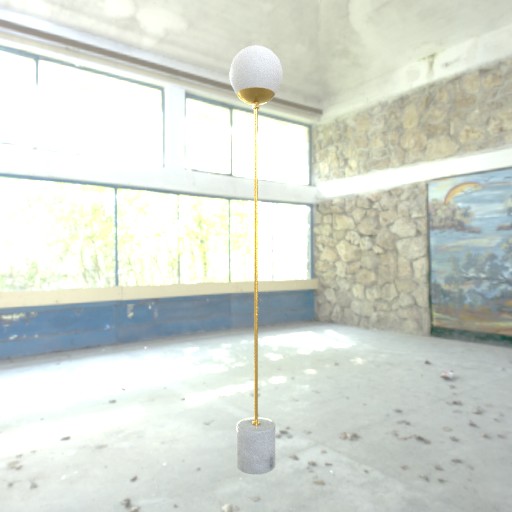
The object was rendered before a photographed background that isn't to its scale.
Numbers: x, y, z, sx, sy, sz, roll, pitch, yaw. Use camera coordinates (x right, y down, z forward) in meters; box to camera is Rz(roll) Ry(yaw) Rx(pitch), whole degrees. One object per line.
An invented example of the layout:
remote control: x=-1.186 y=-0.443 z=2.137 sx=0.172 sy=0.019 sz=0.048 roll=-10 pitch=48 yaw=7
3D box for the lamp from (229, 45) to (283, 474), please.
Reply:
lamp: x=0.000 y=0.000 z=1.863 sx=0.224 sy=1.753 sz=0.224 roll=0 pitch=-1 yaw=-36
